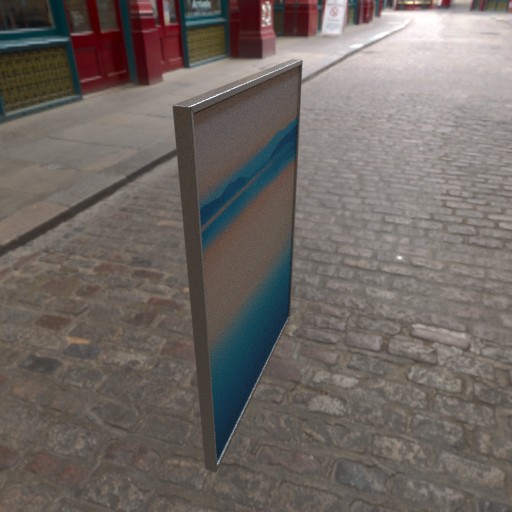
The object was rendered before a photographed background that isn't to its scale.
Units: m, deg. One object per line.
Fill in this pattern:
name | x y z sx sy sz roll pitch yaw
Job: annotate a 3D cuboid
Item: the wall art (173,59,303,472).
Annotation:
wall art | 0.000 0.000 1.396 0.037 1.062 0.801 10 31 17
